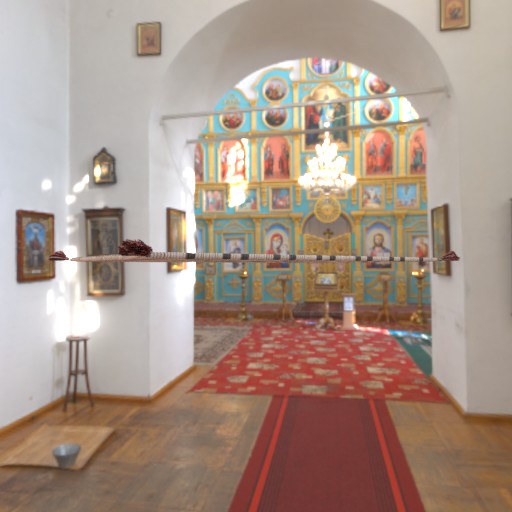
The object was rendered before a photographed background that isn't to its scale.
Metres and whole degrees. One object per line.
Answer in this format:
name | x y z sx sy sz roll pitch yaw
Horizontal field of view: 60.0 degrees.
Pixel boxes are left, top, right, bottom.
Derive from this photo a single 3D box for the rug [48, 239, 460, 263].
rug | 0.000 0.000 2.639 2.069 0.067 1.444 1 -2 -36
